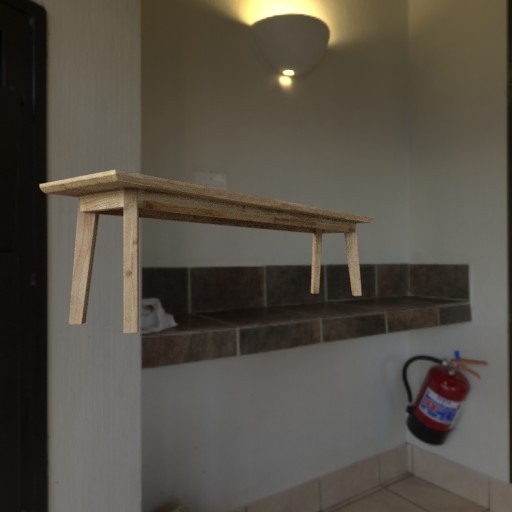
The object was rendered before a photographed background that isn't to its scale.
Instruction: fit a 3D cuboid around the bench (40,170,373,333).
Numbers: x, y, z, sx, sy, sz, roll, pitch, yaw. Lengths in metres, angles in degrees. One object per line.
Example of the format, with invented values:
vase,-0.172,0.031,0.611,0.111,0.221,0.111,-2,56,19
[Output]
bench,0.000,0.000,1.914,0.378,0.431,1.698,0,0,37
